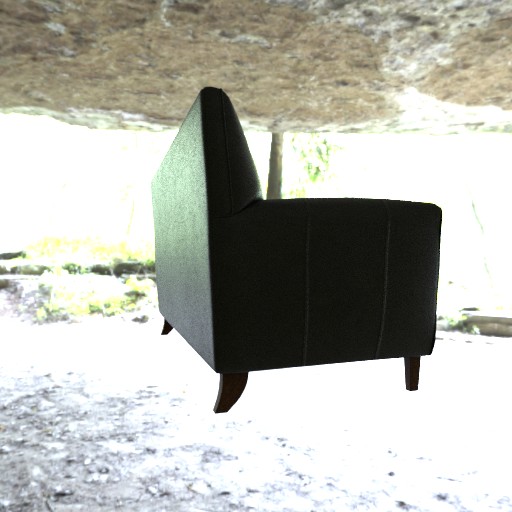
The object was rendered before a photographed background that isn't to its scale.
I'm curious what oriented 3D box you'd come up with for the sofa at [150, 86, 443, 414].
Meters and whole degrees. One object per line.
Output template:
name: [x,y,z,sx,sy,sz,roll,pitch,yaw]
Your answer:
sofa: [0.000,0.000,1.950,0.787,0.871,1.473,0,0,-18]
